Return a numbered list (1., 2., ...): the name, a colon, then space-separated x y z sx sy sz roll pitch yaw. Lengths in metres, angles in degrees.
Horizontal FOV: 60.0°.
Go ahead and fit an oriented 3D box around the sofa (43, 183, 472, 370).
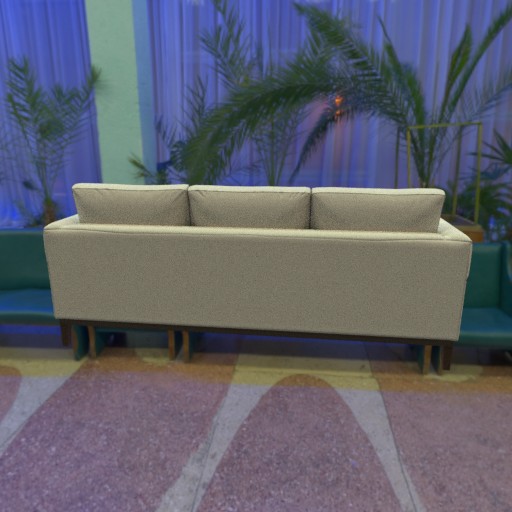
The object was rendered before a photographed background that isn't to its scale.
1. sofa: 0.000 0.000 2.693 2.198 0.911 0.902 2 16 7
